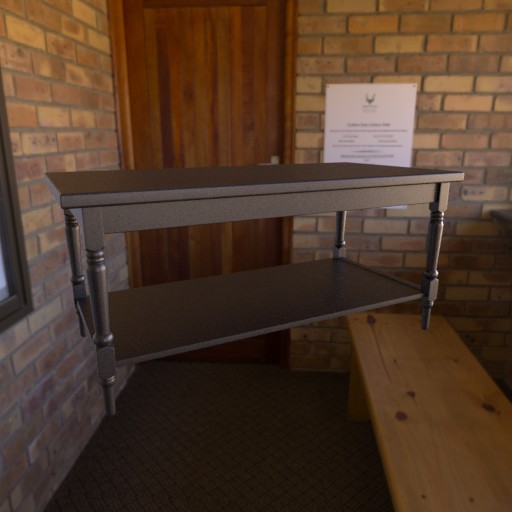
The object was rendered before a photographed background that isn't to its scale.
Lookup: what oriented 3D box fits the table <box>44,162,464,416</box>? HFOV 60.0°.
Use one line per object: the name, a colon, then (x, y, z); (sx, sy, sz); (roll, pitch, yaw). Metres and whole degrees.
table: (0.000, 0.000, 1.368); (1.107, 0.510, 0.550); (-8, 17, -27)
